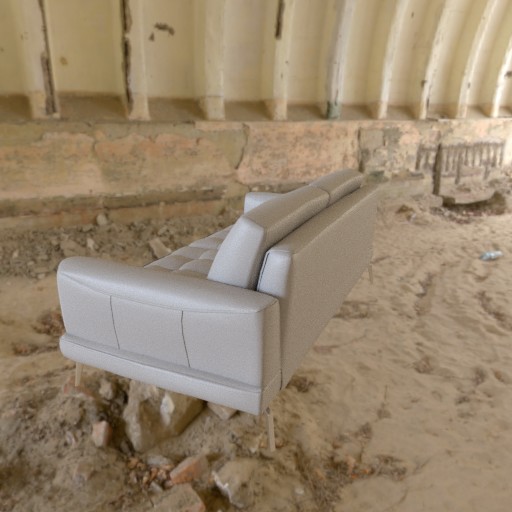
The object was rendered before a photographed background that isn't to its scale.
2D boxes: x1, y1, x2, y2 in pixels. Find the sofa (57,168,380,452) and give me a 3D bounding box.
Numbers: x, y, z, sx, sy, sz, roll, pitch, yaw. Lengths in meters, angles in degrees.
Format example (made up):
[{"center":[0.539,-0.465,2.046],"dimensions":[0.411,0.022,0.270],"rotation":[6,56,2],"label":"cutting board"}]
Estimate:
[{"center":[0.000,0.000,2.723],"dimensions":[1.121,0.930,2.177],"rotation":[8,20,24],"label":"sofa"}]
